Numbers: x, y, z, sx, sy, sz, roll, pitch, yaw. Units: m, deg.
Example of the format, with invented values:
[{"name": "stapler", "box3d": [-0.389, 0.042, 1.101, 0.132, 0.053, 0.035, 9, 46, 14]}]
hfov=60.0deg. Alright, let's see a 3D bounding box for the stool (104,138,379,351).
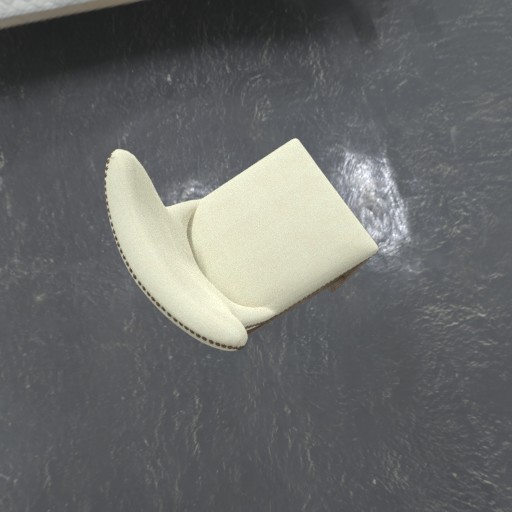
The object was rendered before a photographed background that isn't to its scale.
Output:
[{"name": "stool", "box3d": [0.000, 0.000, 1.437, 0.606, 1.123, 0.494, -32, 78, -8]}]
